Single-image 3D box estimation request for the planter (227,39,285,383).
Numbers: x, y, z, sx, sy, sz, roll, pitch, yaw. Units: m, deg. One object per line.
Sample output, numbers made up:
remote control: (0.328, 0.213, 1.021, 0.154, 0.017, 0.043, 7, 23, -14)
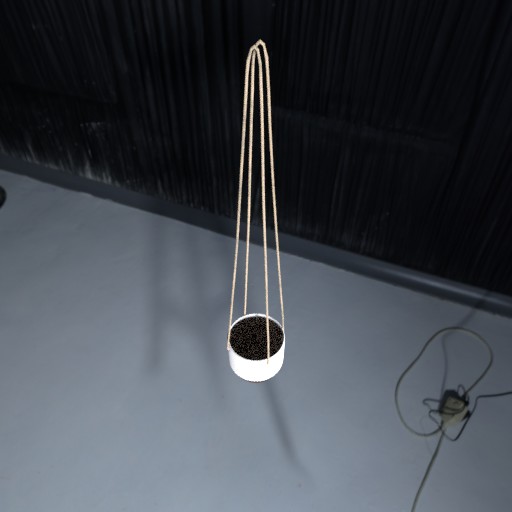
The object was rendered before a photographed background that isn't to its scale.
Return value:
planter: (0.000, 0.000, 0.913, 0.146, 0.841, 0.146, 16, 48, 15)
